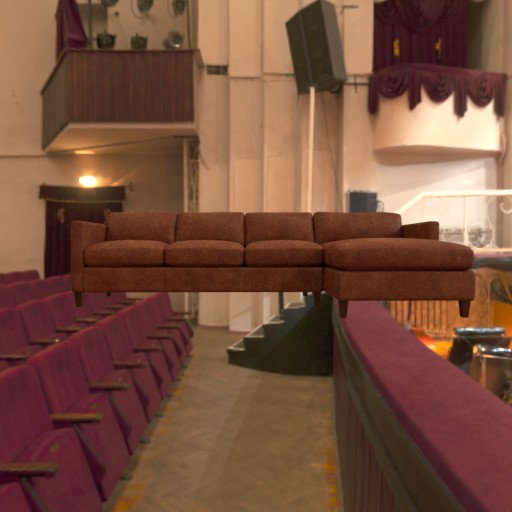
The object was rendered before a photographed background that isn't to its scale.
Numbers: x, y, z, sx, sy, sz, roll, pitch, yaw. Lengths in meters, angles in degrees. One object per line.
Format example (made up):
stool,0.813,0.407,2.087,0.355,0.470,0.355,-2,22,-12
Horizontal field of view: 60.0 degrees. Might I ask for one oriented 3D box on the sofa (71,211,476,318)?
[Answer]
sofa,0.000,0.000,3.975,3.203,0.883,1.581,0,1,-1
